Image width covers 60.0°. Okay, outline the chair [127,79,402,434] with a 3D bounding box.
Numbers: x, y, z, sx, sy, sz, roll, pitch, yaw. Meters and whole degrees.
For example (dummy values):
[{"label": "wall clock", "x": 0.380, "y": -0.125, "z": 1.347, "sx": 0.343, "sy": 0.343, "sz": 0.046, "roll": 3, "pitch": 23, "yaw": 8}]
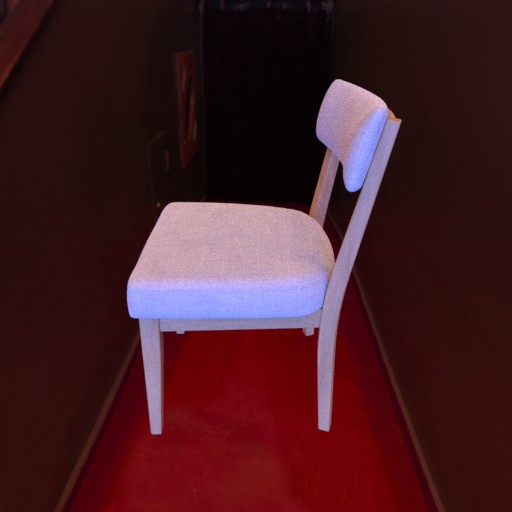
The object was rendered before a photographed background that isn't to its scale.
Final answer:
[{"label": "chair", "x": 0.000, "y": 0.000, "z": 1.178, "sx": 0.572, "sy": 0.832, "sz": 0.508, "roll": 0, "pitch": 27, "yaw": 0}]
